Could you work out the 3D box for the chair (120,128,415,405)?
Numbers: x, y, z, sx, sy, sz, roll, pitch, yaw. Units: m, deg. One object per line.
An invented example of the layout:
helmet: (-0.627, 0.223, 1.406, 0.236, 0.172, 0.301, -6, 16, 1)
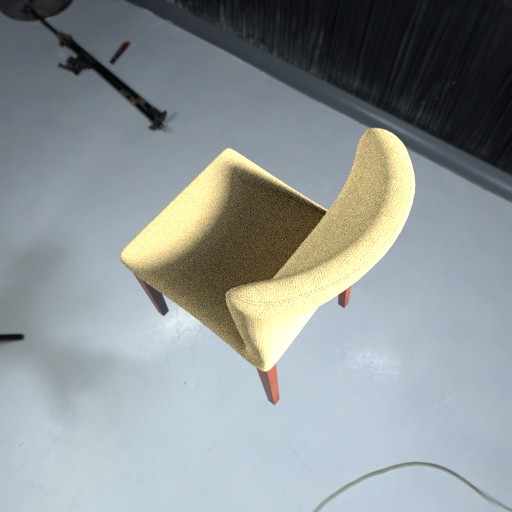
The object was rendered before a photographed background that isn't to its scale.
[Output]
chair: (0.000, 0.000, 1.194, 0.589, 0.839, 0.491, 34, 68, 16)
